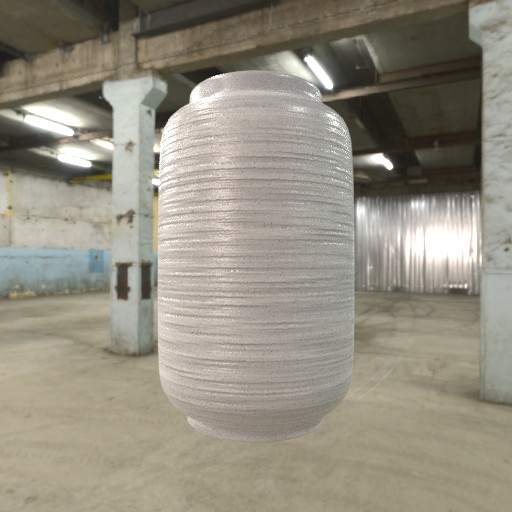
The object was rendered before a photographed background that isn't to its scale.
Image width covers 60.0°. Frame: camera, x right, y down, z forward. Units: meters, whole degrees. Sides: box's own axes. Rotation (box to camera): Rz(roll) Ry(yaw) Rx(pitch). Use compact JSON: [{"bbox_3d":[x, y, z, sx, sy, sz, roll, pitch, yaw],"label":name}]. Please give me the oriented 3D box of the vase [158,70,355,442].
[{"bbox_3d":[0.000,0.000,0.466,0.202,0.335,0.202,0,-1,0],"label":"vase"}]
